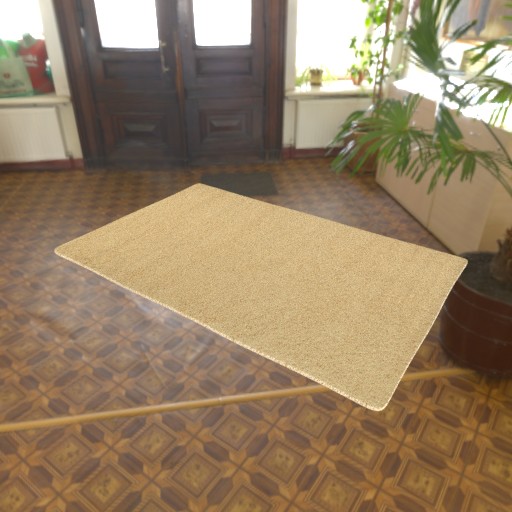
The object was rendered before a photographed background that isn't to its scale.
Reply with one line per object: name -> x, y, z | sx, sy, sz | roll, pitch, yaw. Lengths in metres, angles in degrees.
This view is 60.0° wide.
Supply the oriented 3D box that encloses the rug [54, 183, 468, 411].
rug -> 0.000, 0.000, 2.959 | 2.349, 0.026, 1.500 | 20, 36, 30
